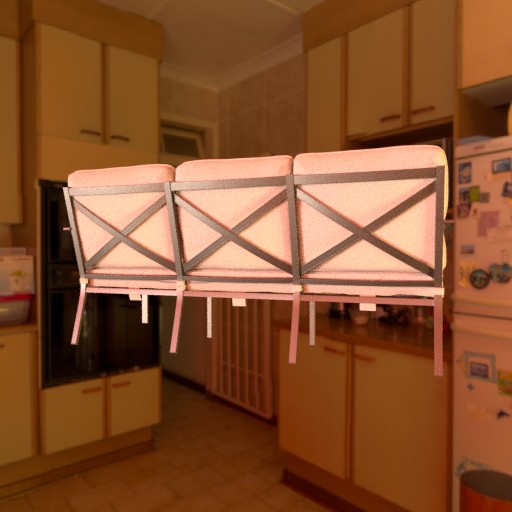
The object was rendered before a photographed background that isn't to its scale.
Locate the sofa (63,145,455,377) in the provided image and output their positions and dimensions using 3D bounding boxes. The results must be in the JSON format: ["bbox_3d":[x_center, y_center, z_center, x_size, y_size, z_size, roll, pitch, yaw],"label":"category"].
[{"bbox_3d":[0.000,0.000,2.184,1.740,0.860,0.787,0,1,19],"label":"sofa"}]
